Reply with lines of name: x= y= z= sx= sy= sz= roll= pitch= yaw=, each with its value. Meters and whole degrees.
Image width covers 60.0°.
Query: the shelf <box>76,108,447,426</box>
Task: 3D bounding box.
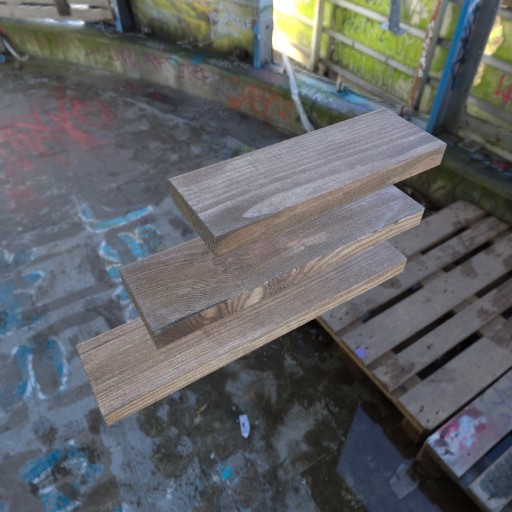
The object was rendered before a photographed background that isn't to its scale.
shelf: x=0.000 y=0.000 z=0.720 sx=0.610 sy=0.293 sz=0.140 roll=-23 pitch=50 yaw=-22
